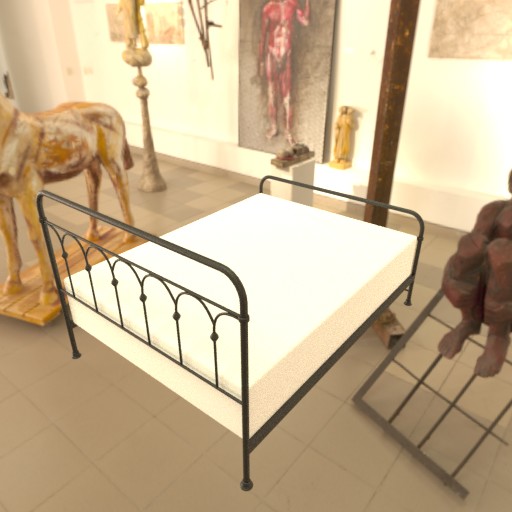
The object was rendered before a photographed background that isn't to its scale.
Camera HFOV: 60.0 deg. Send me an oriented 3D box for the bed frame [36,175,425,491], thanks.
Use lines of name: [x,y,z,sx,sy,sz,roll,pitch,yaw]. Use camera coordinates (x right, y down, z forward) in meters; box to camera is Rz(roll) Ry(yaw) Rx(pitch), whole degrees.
bed frame: [0.000,0.000,3.176,1.664,1.276,2.203,21,35,34]
